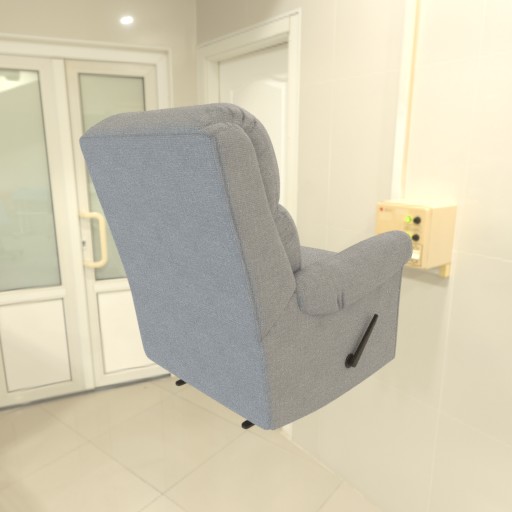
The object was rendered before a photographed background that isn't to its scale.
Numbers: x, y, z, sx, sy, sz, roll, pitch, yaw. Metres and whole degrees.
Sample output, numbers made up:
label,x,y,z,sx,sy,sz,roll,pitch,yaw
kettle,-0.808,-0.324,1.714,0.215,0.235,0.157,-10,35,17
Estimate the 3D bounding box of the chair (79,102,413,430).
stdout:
label,x,y,z,sx,sy,sz,roll,pitch,yaw
chair,0.000,0.000,1.717,1.014,1.054,0.838,-13,19,-43
